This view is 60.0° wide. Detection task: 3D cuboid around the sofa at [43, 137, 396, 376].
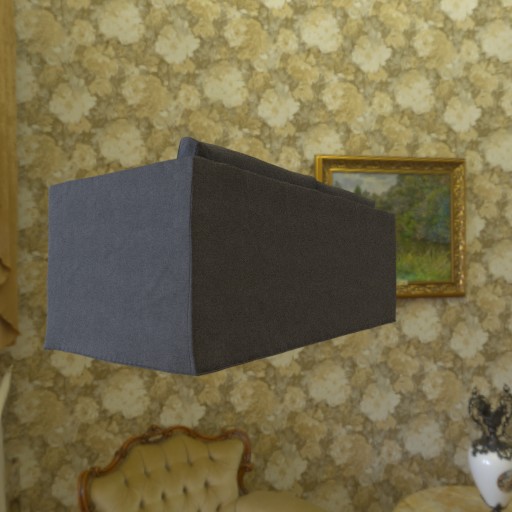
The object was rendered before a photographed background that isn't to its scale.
[{"bbox_3d":[0.000,0.000,2.493,0.953,0.855,1.982,-1,-2,36],"label":"sofa"}]
